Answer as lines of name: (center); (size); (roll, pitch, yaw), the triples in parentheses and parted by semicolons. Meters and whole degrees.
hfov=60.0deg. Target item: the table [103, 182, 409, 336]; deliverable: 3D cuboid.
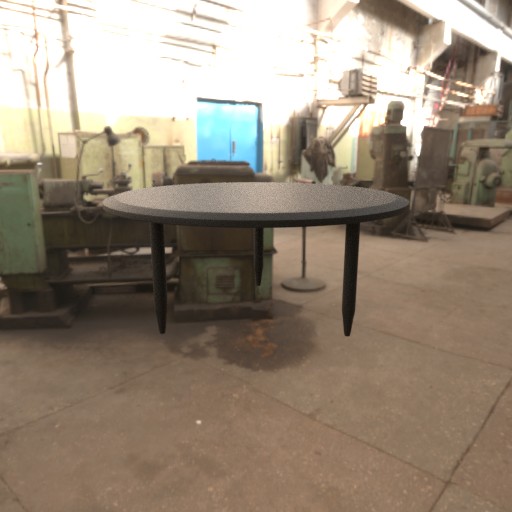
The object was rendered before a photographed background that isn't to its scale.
table: (0.000, 0.000, 1.416); (0.900, 0.400, 0.900); (0, 14, 0)
